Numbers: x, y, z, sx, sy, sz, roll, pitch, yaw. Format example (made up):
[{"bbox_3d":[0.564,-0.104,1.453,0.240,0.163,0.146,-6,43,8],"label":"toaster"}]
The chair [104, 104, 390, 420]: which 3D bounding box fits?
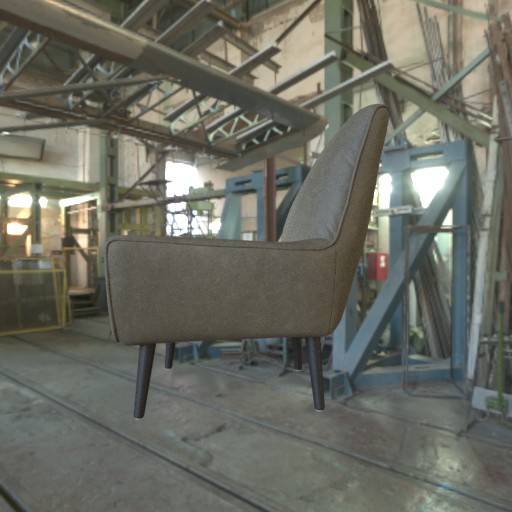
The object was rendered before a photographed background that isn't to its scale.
[{"bbox_3d":[0.000,0.000,1.486,0.824,0.888,0.787,0,0,-2],"label":"chair"}]
